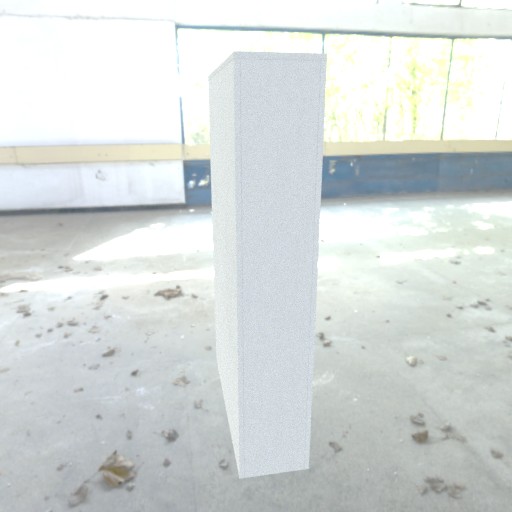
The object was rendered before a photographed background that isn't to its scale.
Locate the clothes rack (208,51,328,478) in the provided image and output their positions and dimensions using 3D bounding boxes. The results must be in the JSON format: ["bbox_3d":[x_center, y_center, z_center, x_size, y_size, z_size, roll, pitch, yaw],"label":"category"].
[{"bbox_3d":[0.000,0.000,1.628,0.250,1.280,0.750,-3,18,-10],"label":"clothes rack"}]
